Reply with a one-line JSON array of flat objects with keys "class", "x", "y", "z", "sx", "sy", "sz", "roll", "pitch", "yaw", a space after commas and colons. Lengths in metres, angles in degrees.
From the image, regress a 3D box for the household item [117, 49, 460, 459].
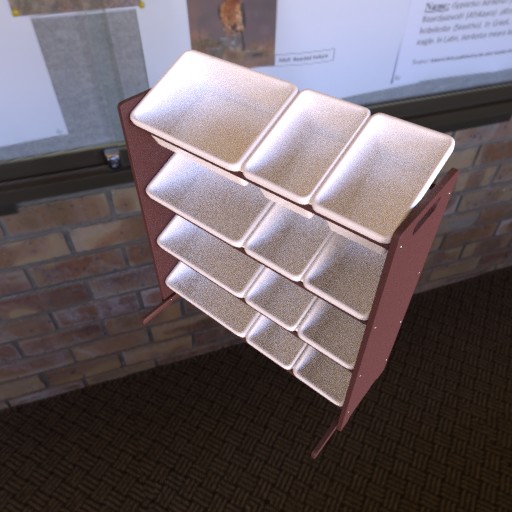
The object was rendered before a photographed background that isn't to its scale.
[{"class": "household item", "x": 0.000, "y": 0.000, "z": 1.240, "sx": 0.787, "sy": 0.864, "sz": 0.389, "roll": 30, "pitch": 52, "yaw": 27}]
